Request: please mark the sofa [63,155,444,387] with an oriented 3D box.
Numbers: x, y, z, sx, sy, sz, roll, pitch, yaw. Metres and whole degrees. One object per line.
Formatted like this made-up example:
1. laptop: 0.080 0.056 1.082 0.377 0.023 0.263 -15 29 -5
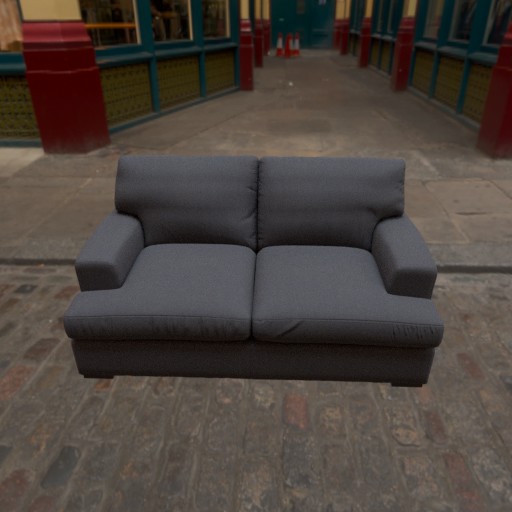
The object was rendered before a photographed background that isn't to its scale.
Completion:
1. sofa: 0.000 0.000 2.540 1.880 0.940 1.143 1 29 2
